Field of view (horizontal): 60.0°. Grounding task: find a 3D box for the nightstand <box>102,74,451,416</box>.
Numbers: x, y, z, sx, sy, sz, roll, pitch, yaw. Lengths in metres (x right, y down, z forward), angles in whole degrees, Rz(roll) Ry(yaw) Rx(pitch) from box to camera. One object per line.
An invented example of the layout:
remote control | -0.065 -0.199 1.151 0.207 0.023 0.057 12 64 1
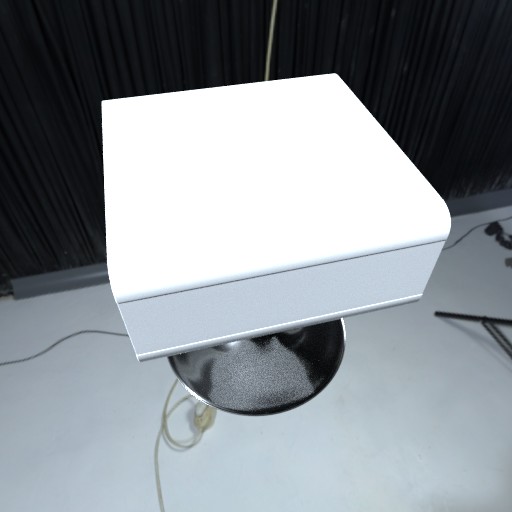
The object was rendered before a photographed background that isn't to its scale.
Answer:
nightstand | 0.000 0.000 0.768 0.404 0.447 0.399 -11 48 -10
